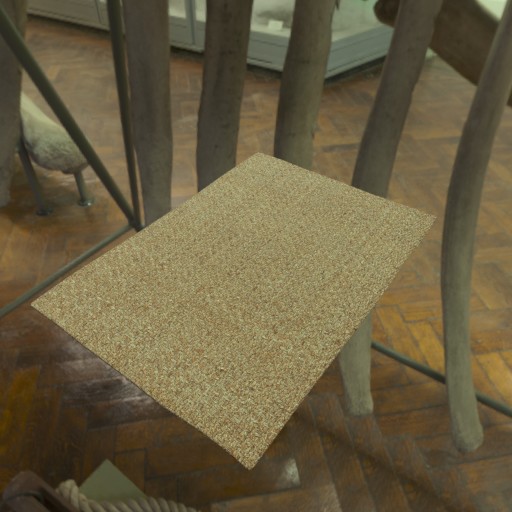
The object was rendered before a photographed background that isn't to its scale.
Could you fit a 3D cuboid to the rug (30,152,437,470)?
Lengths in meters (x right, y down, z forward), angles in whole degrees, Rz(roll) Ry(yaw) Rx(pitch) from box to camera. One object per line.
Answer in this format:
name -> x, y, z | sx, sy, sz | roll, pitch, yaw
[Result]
rug -> 0.000, 0.000, 2.757 | 1.566, 0.013, 2.141 | 26, 48, 26
